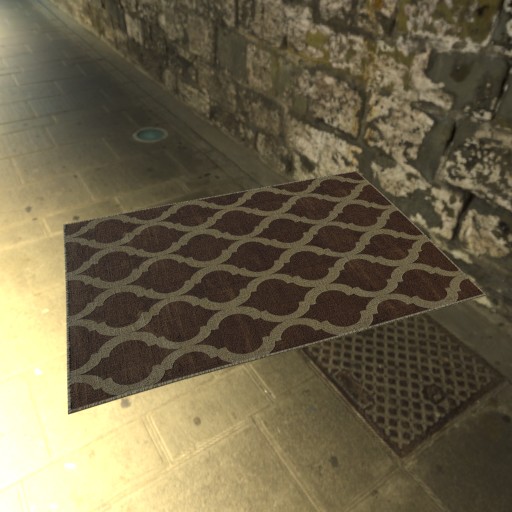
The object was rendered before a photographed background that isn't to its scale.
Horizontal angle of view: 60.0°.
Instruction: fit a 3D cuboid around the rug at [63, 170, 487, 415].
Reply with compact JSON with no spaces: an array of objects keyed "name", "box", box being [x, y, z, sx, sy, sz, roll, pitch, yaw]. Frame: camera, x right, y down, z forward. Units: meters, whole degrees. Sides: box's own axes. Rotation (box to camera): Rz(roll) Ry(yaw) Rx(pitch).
[{"name":"rug","box":[0.000,0.000,2.789,2.284,0.008,1.522,-13,42,-15]}]
